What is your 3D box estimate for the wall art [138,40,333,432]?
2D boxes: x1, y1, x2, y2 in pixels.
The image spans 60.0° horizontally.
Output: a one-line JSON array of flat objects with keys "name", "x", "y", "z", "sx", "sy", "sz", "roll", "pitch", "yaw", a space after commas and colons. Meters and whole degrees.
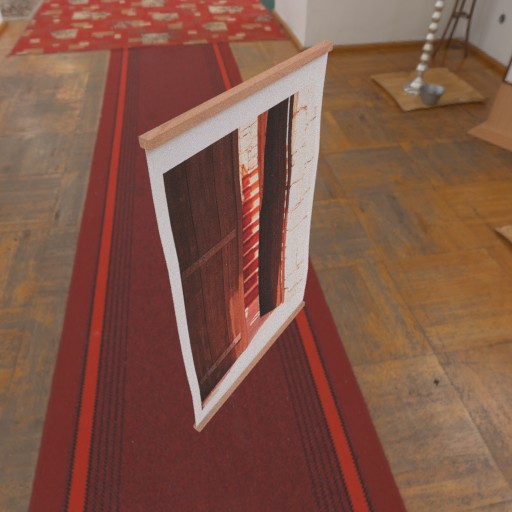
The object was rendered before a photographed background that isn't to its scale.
[{"name": "wall art", "x": 0.000, "y": 0.000, "z": 0.645, "sx": 0.012, "sy": 0.508, "sz": 0.332, "roll": 25, "pitch": 47, "yaw": 25}]
